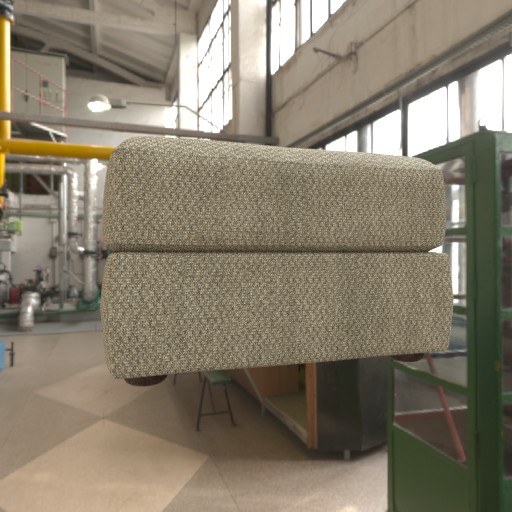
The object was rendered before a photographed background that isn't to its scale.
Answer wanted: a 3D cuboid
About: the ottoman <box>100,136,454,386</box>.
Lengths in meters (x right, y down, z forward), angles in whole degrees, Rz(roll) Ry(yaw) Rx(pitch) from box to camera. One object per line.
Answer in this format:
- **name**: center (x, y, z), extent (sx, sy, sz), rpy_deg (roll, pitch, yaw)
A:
- **ottoman**: center (0.000, 0.000, 1.137), extent (0.751, 0.476, 0.603), rpy_deg (0, 1, -18)
